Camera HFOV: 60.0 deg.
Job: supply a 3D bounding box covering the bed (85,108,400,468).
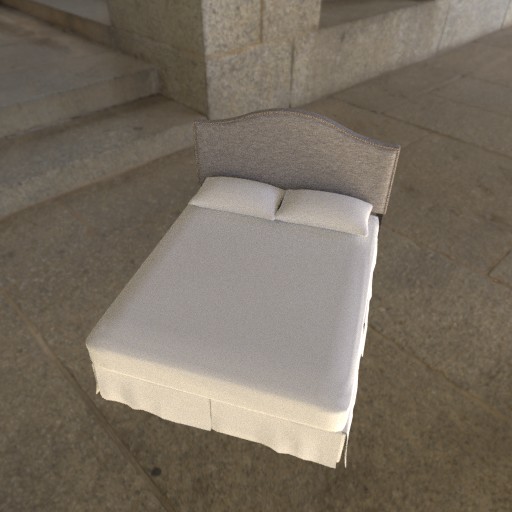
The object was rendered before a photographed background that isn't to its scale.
[{"bbox_3d":[0.000,0.000,2.927,1.610,1.295,1.870,11,41,13],"label":"bed"}]
